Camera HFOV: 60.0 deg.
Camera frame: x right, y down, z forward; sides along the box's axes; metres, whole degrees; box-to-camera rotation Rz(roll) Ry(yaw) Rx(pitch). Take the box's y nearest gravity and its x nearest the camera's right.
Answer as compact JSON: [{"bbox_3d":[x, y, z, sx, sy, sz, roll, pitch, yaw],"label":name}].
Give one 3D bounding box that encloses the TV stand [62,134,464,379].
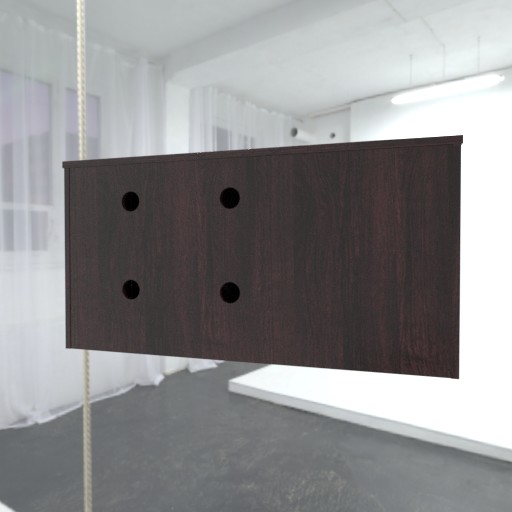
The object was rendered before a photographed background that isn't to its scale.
[{"bbox_3d":[0.000,0.000,1.465,1.192,0.614,0.404,0,1,17],"label":"TV stand"}]
